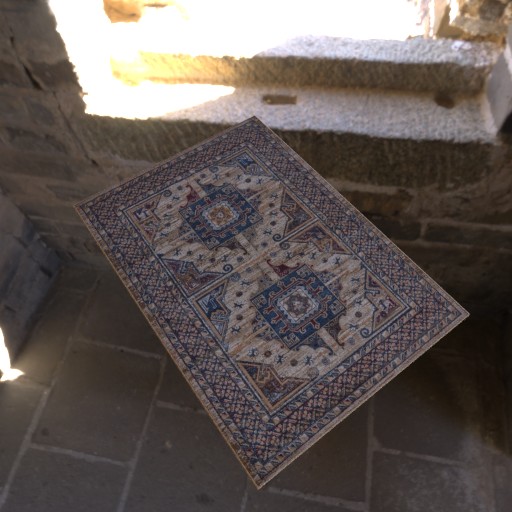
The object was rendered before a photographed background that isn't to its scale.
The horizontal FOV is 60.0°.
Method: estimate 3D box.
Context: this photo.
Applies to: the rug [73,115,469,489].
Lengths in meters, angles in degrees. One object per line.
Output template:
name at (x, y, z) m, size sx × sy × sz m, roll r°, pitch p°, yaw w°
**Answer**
rug at (0.000, 0.000, 2.935) m, size 1.611 × 0.008 × 2.227 m, roll -32°, pitch 63°, yaw -18°
